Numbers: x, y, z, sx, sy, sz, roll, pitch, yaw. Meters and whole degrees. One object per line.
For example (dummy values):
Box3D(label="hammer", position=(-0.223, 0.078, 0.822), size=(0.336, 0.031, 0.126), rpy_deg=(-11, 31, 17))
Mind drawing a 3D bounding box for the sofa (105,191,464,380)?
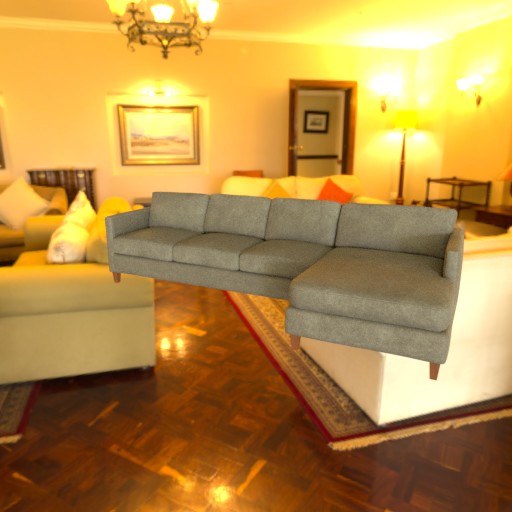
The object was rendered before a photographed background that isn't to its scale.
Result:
Box3D(label="sofa", position=(0.000, 0.000, 4.118), size=(3.471, 0.950, 1.604), rpy_deg=(7, 16, 25))
